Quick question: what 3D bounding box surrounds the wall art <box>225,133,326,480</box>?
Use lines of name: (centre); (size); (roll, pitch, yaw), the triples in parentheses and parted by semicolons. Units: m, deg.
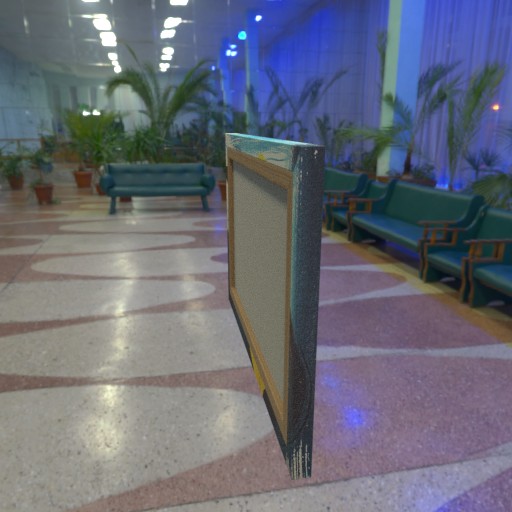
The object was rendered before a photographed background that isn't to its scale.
wall art: (0.000, 0.000, 1.178); (0.039, 0.610, 0.914); (-3, 17, -10)
